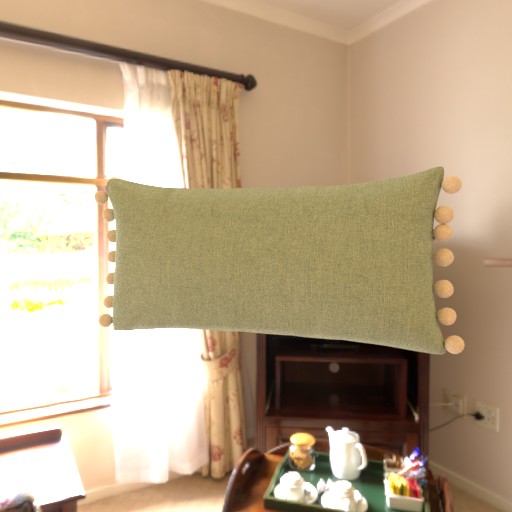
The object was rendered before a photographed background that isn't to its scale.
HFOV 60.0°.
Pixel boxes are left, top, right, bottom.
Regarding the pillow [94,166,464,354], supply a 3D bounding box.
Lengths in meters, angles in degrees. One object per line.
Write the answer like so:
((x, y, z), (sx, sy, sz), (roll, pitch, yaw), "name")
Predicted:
((0.000, 0.000, 0.829), (0.709, 0.322, 0.201), (0, 1, 20), "pillow")
